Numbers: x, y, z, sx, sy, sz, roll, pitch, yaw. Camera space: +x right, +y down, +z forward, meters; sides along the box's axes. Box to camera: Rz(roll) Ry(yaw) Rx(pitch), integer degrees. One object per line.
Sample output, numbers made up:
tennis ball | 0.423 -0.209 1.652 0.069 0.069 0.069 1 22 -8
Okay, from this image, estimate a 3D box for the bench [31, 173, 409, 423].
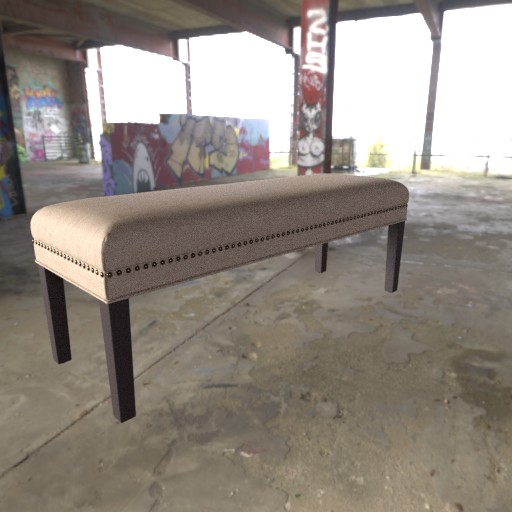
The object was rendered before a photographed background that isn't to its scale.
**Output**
bench | 0.000 0.000 1.442 1.219 0.457 0.410 -15 22 -42
